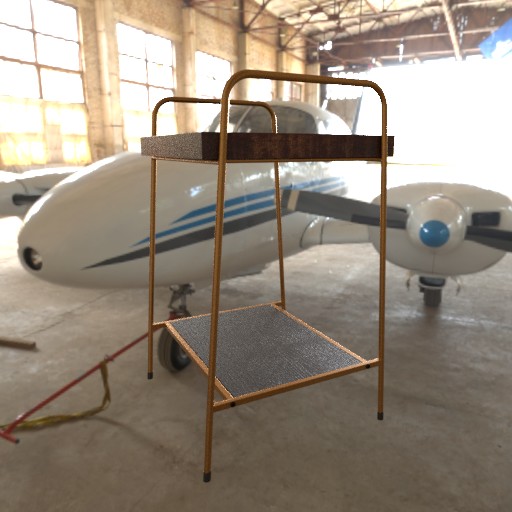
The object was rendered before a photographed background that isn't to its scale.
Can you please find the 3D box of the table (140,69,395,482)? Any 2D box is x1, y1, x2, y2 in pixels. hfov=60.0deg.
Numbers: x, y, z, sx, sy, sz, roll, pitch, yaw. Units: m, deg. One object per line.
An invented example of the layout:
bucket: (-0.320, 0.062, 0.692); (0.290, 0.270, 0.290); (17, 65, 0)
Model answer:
table: (0.000, 0.000, 1.001); (0.430, 0.710, 0.430); (-7, 15, -26)
